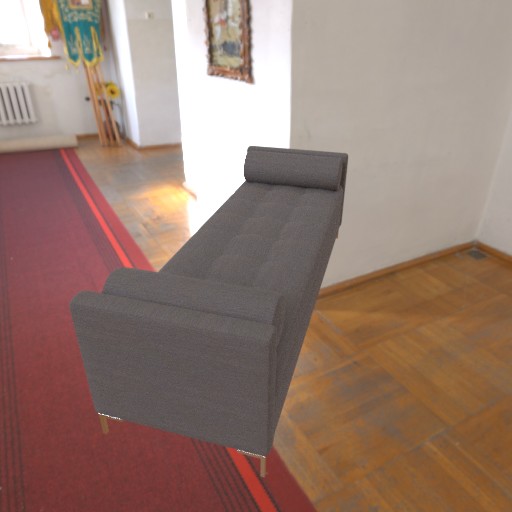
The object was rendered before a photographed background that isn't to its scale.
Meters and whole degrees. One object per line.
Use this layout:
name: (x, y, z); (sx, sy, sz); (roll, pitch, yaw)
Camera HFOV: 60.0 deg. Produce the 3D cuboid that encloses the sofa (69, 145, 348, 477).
sofa: (0.000, 0.000, 2.314); (0.686, 0.635, 1.981); (8, 30, 15)
